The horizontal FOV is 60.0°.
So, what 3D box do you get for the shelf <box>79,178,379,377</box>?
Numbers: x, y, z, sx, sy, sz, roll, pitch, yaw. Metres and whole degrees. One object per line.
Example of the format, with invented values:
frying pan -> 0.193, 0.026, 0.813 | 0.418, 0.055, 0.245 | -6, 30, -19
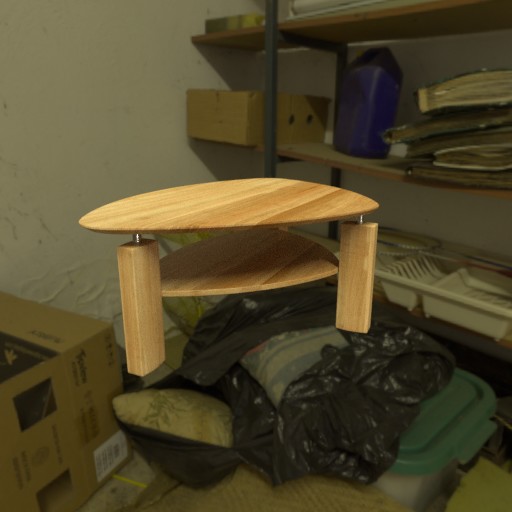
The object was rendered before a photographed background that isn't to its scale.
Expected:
shelf -> 0.000, 0.000, 1.655 | 0.863, 0.439, 1.240 | 7, 18, 24
